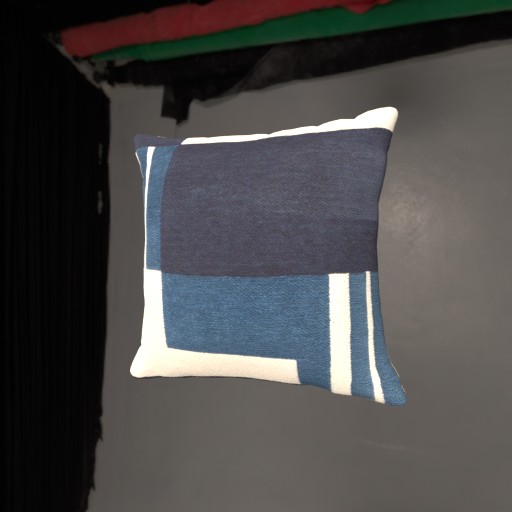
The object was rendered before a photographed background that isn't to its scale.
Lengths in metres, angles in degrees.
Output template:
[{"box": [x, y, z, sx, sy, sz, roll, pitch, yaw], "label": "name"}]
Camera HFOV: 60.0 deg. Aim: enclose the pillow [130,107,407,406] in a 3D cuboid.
[{"box": [0.000, 0.000, 0.826, 0.536, 0.506, 0.229, 0, 1, 17], "label": "pillow"}]
